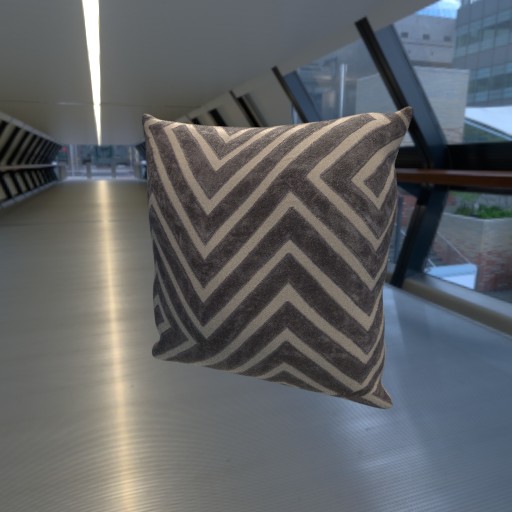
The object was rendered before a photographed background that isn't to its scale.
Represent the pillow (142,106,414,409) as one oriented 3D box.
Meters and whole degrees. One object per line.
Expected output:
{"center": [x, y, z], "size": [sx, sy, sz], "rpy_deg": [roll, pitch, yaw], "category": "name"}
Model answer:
{"center": [0.000, 0.000, 0.694], "size": [0.440, 0.441, 0.182], "rpy_deg": [6, 14, 25], "category": "pillow"}
